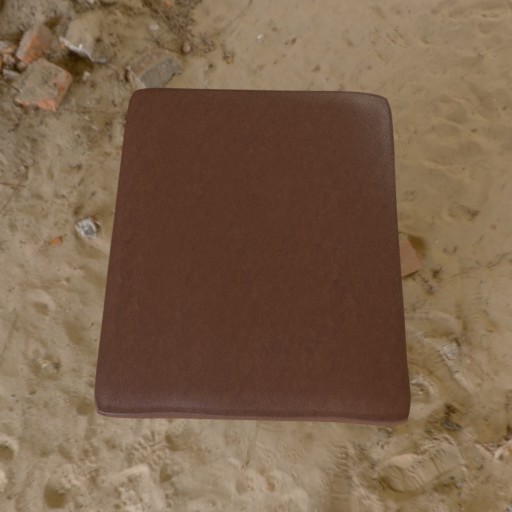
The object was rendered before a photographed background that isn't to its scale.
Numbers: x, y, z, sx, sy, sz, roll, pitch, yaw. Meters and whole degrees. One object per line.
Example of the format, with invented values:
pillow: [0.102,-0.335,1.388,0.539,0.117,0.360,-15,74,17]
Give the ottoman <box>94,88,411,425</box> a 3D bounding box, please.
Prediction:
ottoman: [0.000,0.000,1.433,0.836,0.472,0.987,1,74,0]
